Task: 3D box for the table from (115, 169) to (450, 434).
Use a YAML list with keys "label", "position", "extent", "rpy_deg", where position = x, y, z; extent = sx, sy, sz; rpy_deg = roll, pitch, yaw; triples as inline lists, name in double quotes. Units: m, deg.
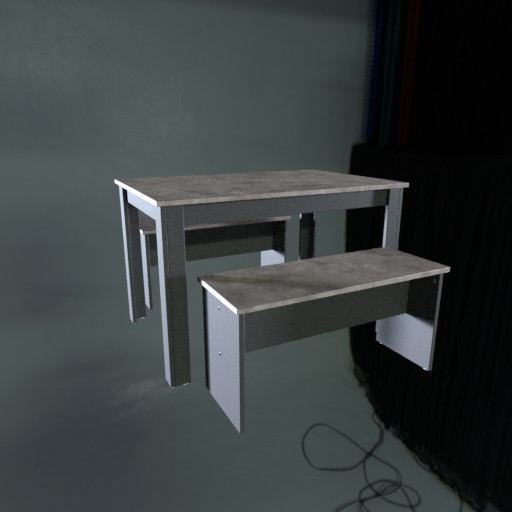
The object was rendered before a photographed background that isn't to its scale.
- label: "table"
  position: [0.000, 0.000, 2.079]
  extent: [1.100, 0.700, 1.443]
  rpy_deg: [-8, 18, -26]
